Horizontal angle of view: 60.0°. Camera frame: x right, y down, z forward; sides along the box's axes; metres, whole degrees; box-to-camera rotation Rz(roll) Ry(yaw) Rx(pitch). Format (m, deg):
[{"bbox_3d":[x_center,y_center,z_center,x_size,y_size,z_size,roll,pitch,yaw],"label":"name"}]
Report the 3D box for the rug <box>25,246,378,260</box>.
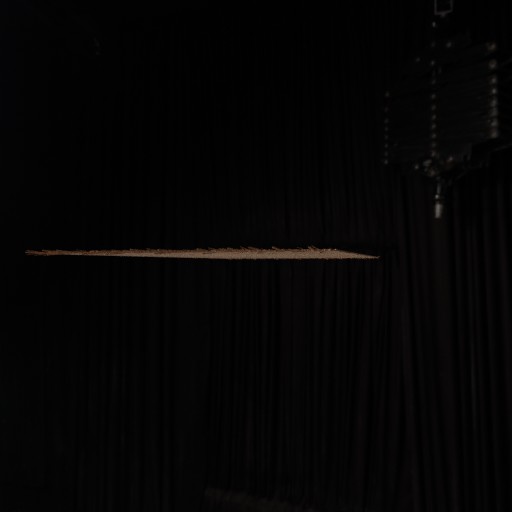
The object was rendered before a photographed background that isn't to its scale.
[{"bbox_3d":[0.000,0.000,2.529,1.224,0.027,2.085,0,-1,20],"label":"rug"}]
